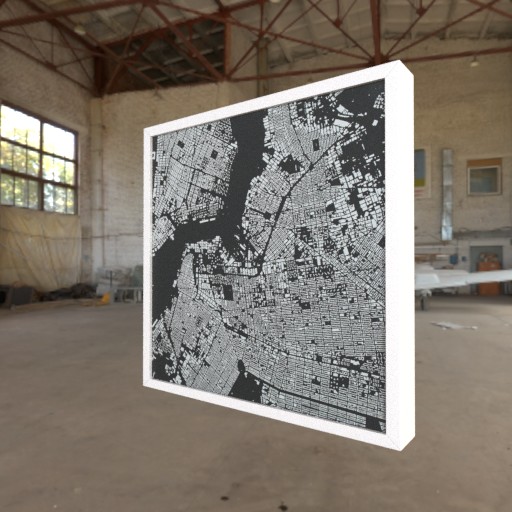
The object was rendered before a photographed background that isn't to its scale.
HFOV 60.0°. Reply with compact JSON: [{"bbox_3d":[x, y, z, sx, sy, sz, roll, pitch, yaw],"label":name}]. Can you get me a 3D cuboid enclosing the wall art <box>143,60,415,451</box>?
[{"bbox_3d":[0.000,0.000,0.450,0.305,0.305,0.037,0,-1,36],"label":"wall art"}]
